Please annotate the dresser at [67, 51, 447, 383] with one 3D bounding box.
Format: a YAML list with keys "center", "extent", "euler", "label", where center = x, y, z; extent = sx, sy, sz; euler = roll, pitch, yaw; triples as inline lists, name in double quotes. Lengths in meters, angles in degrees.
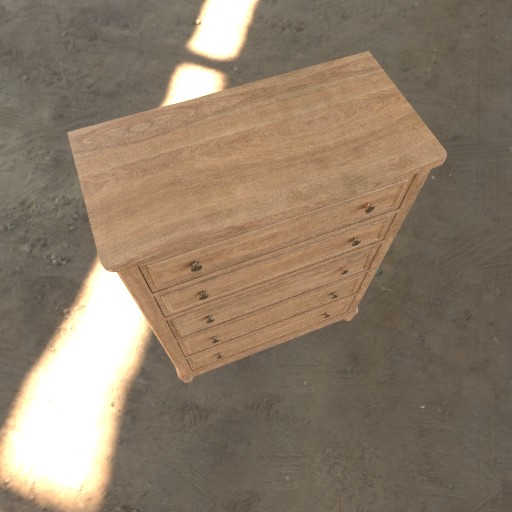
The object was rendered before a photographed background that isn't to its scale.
- center: [0.000, 0.000, 1.827]
  extent: [0.973, 1.318, 0.484]
  euler: [-19, 63, -10]
  label: "dresser"
